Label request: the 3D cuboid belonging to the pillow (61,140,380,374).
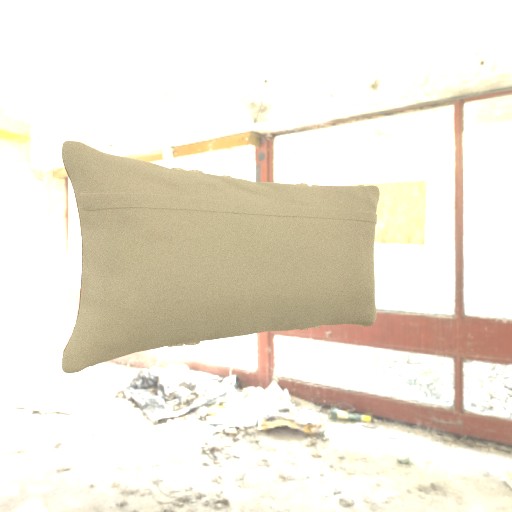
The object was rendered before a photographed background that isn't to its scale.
[{"bbox_3d":[0.000,0.000,0.736,0.608,0.295,0.161,0,1,-36],"label":"pillow"}]
